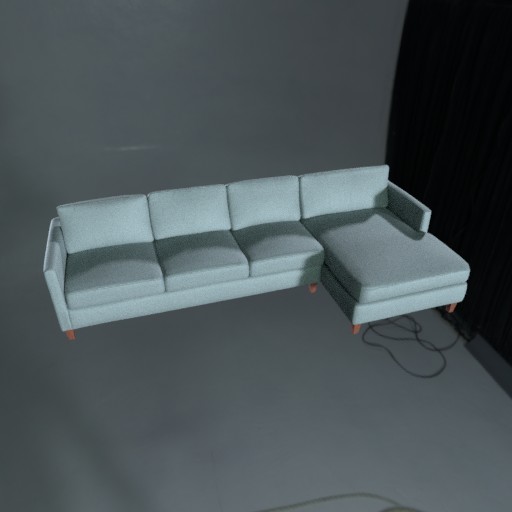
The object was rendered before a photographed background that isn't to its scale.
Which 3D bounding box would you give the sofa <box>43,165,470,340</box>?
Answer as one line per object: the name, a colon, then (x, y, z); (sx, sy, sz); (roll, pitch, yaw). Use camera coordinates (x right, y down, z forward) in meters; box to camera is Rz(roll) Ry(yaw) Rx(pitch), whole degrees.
sofa: (0.000, 0.000, 4.001); (3.471, 0.950, 1.604); (-9, 34, -15)
